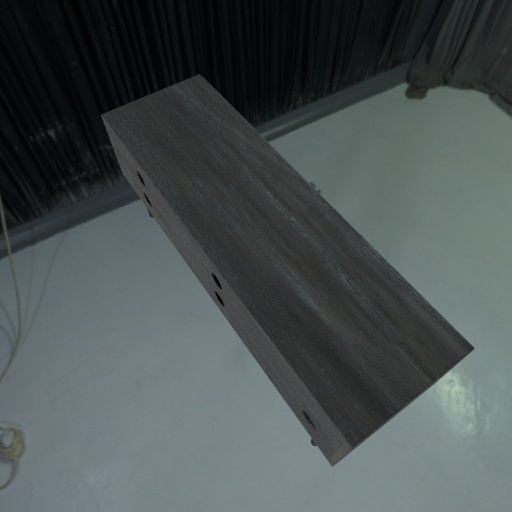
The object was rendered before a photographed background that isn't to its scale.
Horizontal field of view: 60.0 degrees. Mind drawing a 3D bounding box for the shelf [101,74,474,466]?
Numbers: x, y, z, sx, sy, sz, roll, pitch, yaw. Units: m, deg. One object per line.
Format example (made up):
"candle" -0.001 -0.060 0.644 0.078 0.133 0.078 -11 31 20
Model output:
"shelf" 0.000 0.000 1.508 0.400 0.495 1.300 -30 62 -18
